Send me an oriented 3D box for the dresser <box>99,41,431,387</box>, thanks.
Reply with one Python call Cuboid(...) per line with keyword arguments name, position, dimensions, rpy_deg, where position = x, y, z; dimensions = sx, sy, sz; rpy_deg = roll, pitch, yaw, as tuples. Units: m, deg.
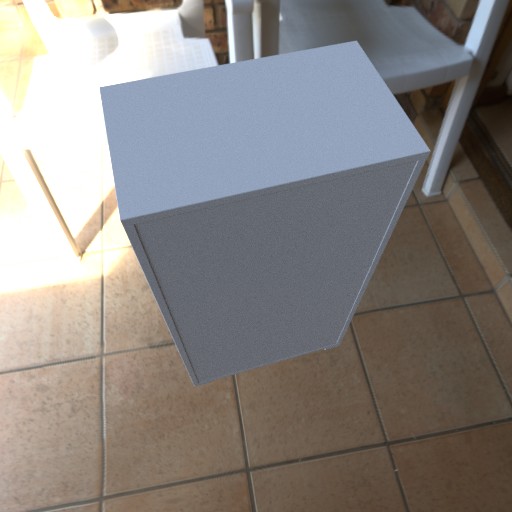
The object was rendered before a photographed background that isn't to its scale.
Cuboid(name="dresser", position=(0.000, 0.000, 1.492), dimensions=(0.650, 1.190, 0.400), rpy_deg=(-14, 60, -8))
